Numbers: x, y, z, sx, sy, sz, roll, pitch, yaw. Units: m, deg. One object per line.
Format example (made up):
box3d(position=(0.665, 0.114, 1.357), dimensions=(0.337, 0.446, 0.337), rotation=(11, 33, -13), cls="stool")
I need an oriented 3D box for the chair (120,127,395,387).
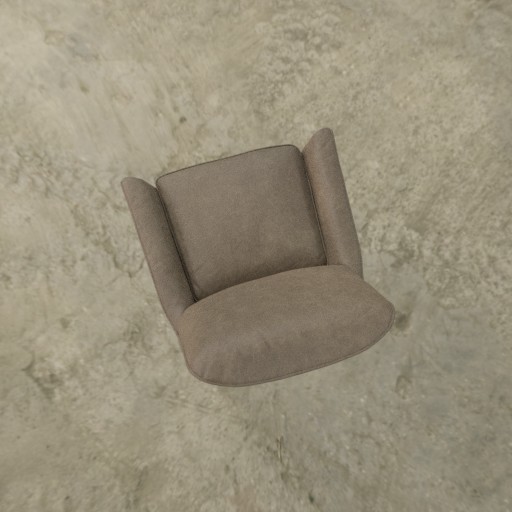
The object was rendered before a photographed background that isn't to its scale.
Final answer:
box3d(position=(0.000, 0.000, 1.530), dimensions=(0.787, 0.888, 0.824), rotation=(-15, 75, -4), cls="chair")
